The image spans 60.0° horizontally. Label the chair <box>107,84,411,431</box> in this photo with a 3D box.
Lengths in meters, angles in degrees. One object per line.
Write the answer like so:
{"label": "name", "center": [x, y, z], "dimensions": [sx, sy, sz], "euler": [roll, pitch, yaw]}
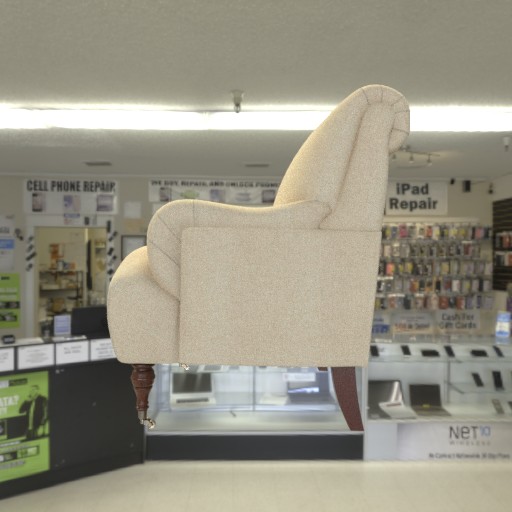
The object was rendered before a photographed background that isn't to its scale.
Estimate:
{"label": "chair", "center": [0.000, 0.000, 1.522], "dimensions": [0.842, 0.944, 0.766], "euler": [0, 0, 0]}
